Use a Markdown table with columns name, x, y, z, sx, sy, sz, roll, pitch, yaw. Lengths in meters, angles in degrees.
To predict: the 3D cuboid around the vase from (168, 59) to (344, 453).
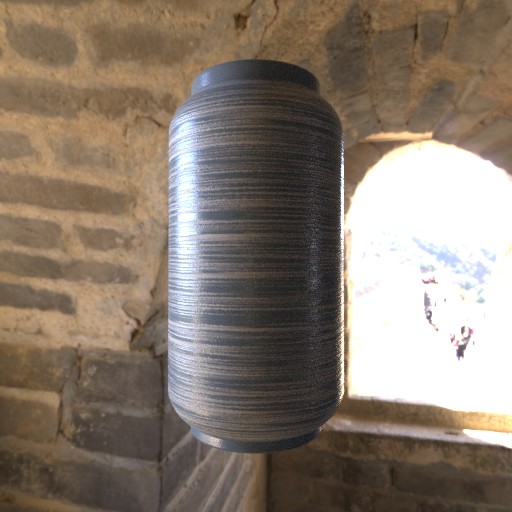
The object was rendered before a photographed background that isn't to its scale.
| name | x | y | z | sx | sy | sz | roll | pitch | yaw |
| --- | --- | --- | --- | --- | --- | --- | --- | --- | --- |
| vase | 0.000 | 0.000 | 0.300 | 0.116 | 0.230 | 0.116 | 0 | -1 | 0 |
